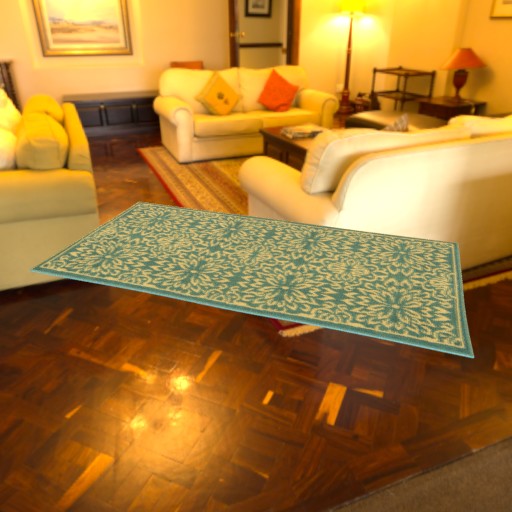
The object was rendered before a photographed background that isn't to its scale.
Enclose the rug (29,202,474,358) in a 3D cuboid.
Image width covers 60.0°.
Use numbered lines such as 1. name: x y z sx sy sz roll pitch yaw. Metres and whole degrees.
1. rug: 0.000 0.000 1.397 1.219 0.007 0.604 9 29 16
